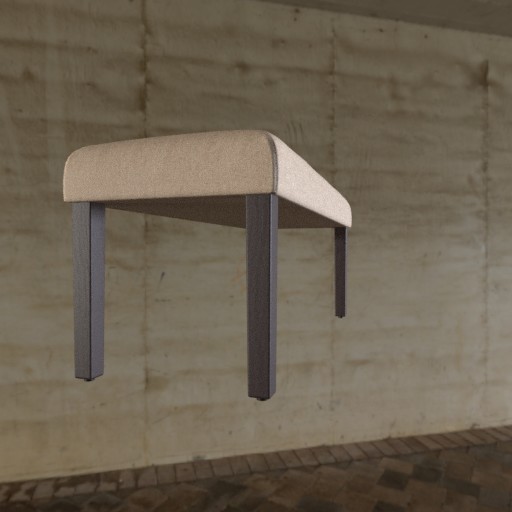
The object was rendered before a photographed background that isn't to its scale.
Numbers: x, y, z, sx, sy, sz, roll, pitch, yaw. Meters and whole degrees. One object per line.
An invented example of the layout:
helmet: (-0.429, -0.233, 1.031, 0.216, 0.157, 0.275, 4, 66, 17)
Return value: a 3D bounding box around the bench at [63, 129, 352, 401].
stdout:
bench: (0.000, 0.000, 1.219, 0.407, 0.456, 1.013, 0, 0, 18)
